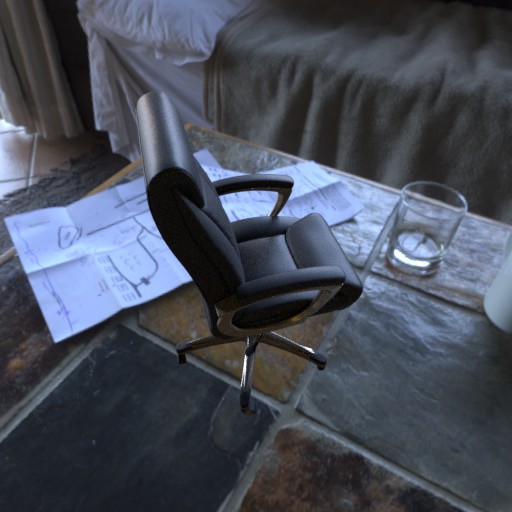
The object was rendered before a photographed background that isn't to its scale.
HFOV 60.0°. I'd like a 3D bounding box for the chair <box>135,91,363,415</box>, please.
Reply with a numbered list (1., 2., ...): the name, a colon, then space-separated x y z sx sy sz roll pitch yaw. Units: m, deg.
1. chair: 0.000 0.000 1.710 0.748 1.188 0.694 -10 45 -10
